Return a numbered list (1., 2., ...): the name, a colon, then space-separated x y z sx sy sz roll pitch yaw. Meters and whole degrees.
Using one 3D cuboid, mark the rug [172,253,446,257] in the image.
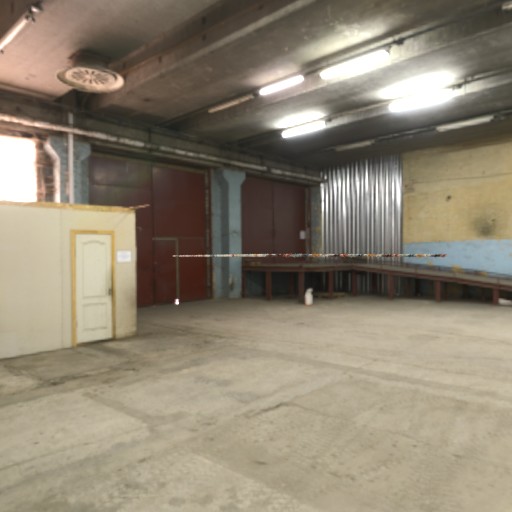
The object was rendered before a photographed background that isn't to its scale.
1. rug: 0.000 0.000 2.958 0.763 0.015 2.682 0 0 -18
